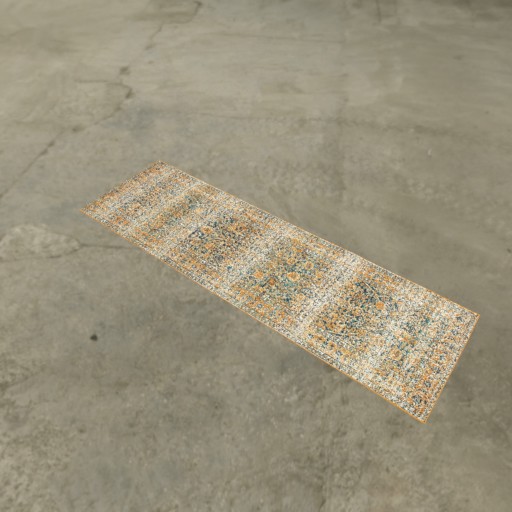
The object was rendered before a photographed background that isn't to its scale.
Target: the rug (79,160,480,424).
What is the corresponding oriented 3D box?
[{"bbox_3d":[0.000,0.000,2.513,2.294,0.014,0.704,28,52,25],"label":"rug"}]
